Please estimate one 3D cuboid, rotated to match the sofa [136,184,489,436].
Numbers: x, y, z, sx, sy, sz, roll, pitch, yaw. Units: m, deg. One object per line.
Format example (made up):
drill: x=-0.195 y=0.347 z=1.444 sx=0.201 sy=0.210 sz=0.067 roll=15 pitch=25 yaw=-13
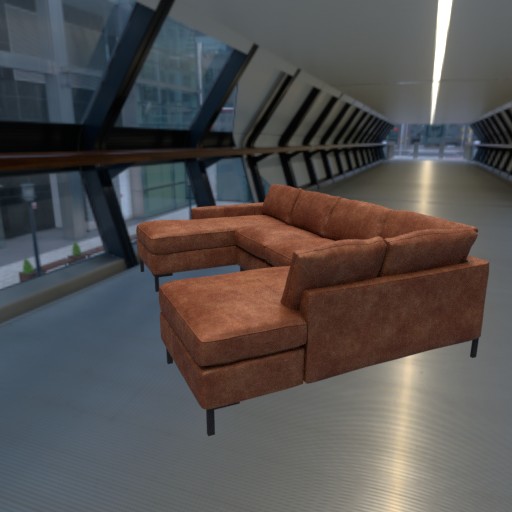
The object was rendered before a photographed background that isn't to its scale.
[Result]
sofa: x=0.000 y=0.000 z=3.701 sx=1.939 sy=0.900 sz=2.956 roll=-7 pitch=17 yaw=-24
